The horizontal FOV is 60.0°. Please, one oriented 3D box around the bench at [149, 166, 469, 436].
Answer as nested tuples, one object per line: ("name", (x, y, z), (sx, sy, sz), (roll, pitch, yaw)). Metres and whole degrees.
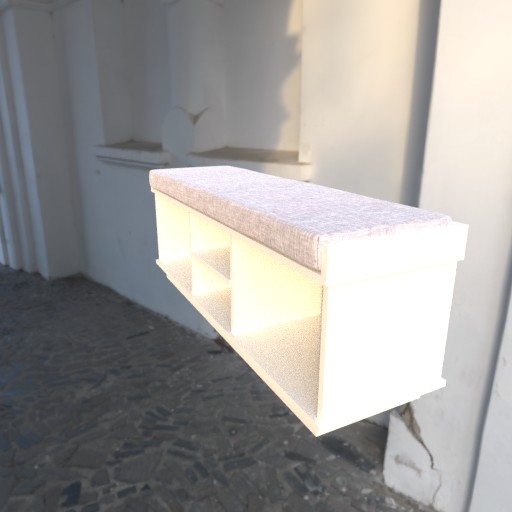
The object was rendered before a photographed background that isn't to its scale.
("bench", (0.000, 0.000, 1.395), (0.363, 0.453, 1.196), (-9, 19, -26))
